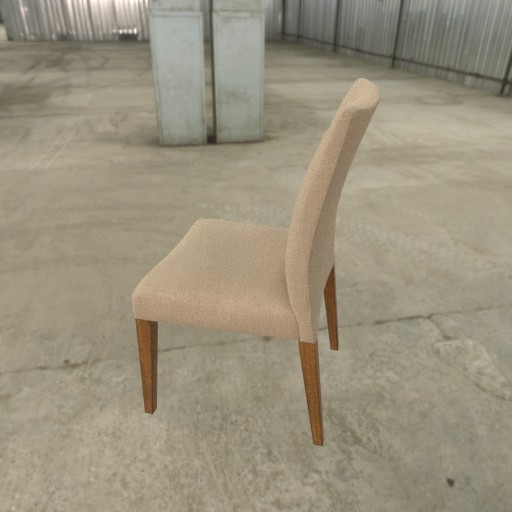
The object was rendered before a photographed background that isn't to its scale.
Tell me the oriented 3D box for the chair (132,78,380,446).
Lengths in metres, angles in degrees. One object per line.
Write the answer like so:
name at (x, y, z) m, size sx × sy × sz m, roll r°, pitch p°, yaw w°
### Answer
chair at (0.000, 0.000, 1.296) m, size 0.585 × 0.940 × 0.496 m, roll 8°, pitch 30°, yaw 13°
